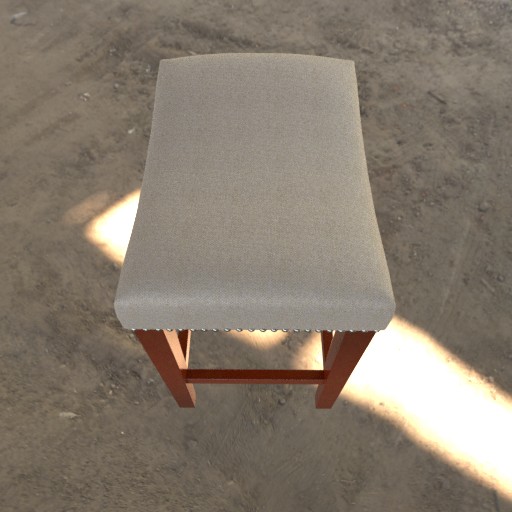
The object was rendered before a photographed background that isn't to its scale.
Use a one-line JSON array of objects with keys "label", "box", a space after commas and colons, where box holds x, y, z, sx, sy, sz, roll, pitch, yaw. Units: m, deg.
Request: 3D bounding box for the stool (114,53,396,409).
[{"label": "stool", "box": [0.000, 0.000, 0.932, 0.375, 0.632, 0.509, 0, 59, 0]}]
